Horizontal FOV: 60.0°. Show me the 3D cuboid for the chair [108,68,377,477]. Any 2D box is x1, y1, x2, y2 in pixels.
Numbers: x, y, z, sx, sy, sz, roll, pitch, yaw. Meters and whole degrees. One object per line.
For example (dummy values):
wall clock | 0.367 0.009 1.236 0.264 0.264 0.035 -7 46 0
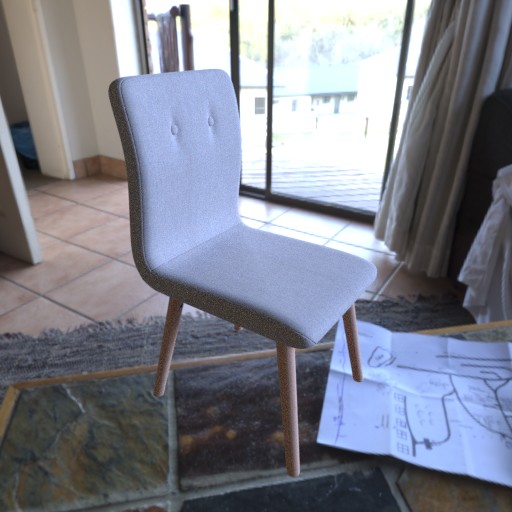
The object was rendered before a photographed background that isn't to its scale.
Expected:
chair | 0.000 0.000 1.176 0.550 0.885 0.435 17 31 31
